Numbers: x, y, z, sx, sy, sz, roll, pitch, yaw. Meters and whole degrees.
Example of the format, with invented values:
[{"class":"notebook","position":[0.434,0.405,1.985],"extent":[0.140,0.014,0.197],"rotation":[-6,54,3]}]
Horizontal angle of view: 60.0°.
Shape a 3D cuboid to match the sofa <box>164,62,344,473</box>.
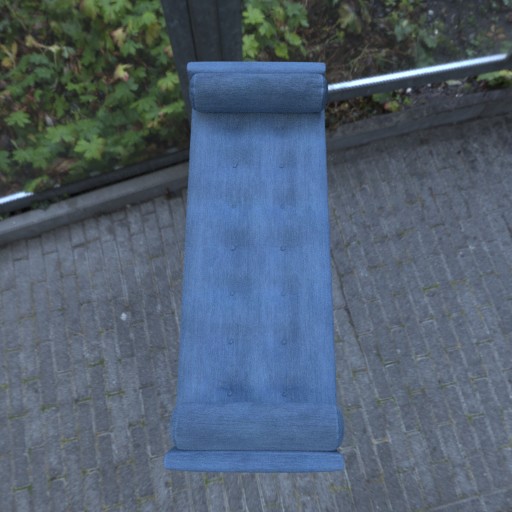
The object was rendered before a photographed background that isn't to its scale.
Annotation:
[{"class":"sofa","position":[0.000,0.000,2.454],"extent":[0.796,0.705,2.102],"rotation":[0,74,0]}]
